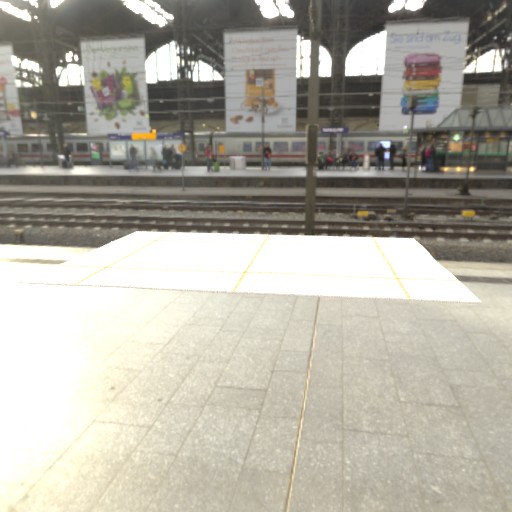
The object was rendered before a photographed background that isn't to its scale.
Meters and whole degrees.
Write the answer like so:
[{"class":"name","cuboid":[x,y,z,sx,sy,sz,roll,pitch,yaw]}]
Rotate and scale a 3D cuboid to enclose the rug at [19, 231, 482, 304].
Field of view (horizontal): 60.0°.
[{"class":"rug","cuboid":[0.000,0.000,2.312,1.825,0.015,1.232,2,13,8]}]
